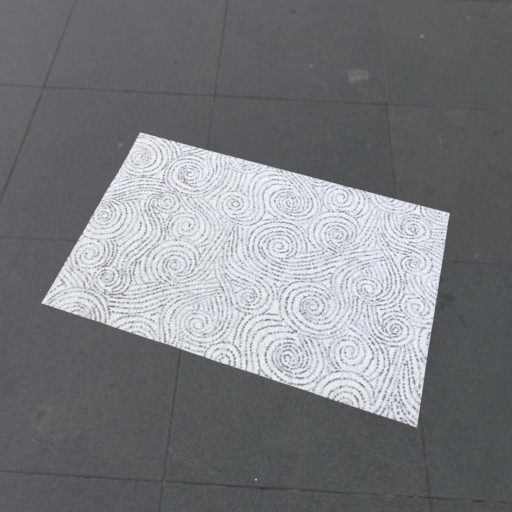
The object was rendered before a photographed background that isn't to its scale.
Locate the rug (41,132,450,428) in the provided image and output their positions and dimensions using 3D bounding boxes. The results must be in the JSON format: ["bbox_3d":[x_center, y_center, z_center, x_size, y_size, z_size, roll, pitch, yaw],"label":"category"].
[{"bbox_3d":[0.000,0.000,3.031,2.439,0.005,1.524,16,64,8],"label":"rug"}]
